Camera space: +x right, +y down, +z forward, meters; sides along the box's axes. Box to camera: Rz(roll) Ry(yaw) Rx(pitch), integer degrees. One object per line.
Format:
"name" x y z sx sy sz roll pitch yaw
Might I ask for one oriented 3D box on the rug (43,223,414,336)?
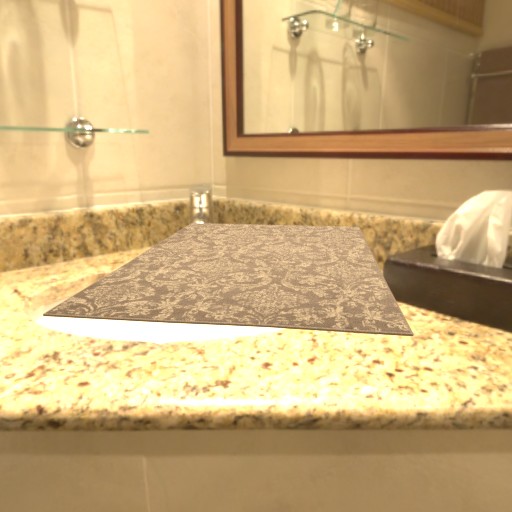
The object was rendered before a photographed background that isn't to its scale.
"rug" 0.000 0.000 3.447 1.819 0.018 2.746 2 14 8
